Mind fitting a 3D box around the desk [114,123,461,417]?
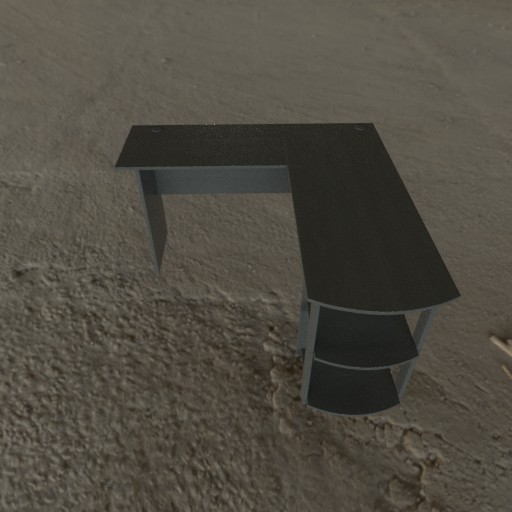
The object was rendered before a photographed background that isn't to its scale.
[{"bbox_3d":[0.000,0.000,2.124,1.303,0.716,1.361,-1,41,-1],"label":"desk"}]
